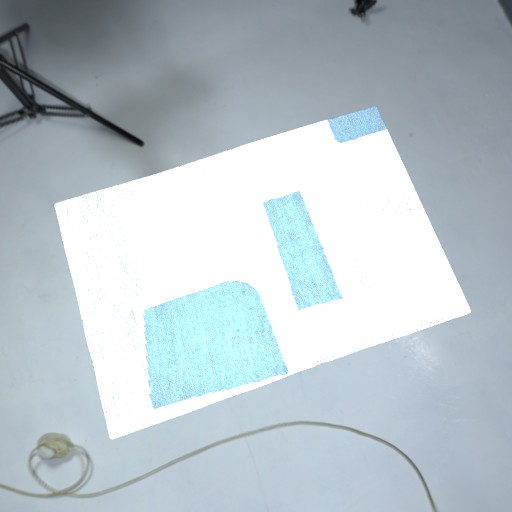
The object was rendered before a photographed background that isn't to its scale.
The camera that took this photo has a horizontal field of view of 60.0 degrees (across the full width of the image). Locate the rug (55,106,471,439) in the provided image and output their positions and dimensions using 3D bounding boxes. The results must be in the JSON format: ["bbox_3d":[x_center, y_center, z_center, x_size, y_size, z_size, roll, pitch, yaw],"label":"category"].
[{"bbox_3d":[0.000,0.000,2.283,1.847,0.020,1.238,-18,76,-5],"label":"rug"}]
